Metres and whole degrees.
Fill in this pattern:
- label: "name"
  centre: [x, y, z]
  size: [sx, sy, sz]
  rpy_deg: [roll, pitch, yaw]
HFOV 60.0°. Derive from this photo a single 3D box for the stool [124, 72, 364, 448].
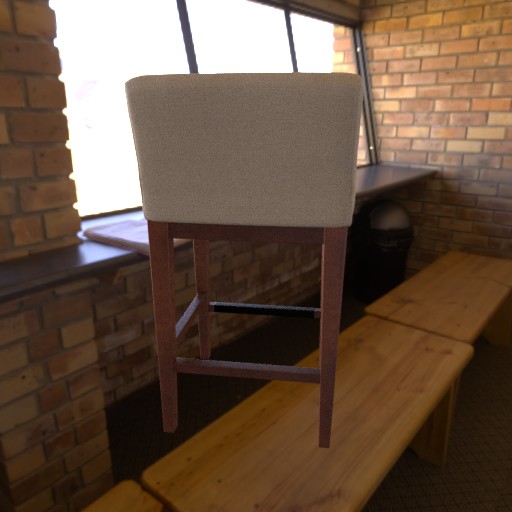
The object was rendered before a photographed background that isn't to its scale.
- label: "stool"
  centre: [0.000, 0.000, 1.263]
  size: [0.511, 0.937, 0.500]
  rpy_deg: [2, 18, 8]
